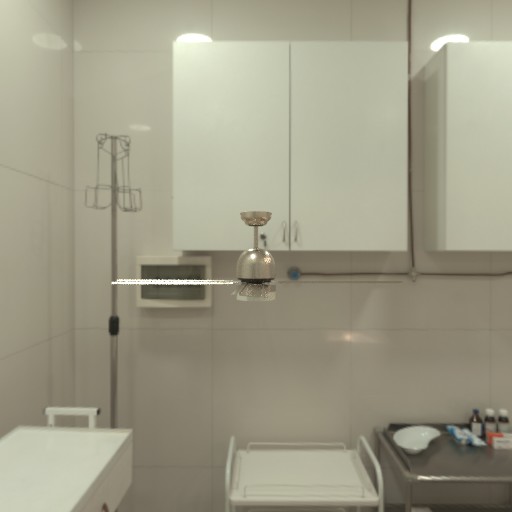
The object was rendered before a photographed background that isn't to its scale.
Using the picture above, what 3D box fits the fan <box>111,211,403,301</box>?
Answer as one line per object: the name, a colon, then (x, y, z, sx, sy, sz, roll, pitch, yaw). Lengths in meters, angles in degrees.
fan: (0.000, 0.000, 2.084, 1.346, 0.406, 1.346, 0, 0, 0)
